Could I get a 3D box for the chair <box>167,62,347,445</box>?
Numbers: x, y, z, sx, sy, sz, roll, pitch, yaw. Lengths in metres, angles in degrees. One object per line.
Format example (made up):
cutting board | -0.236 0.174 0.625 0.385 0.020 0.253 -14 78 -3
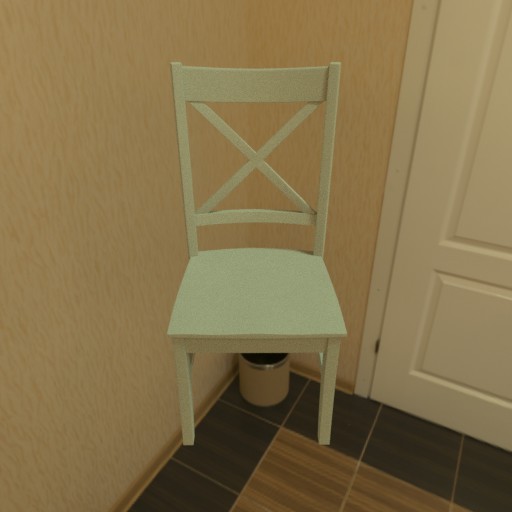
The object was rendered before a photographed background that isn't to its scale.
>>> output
chair | 0.000 0.000 1.287 0.485 0.983 0.542 0 30 0
